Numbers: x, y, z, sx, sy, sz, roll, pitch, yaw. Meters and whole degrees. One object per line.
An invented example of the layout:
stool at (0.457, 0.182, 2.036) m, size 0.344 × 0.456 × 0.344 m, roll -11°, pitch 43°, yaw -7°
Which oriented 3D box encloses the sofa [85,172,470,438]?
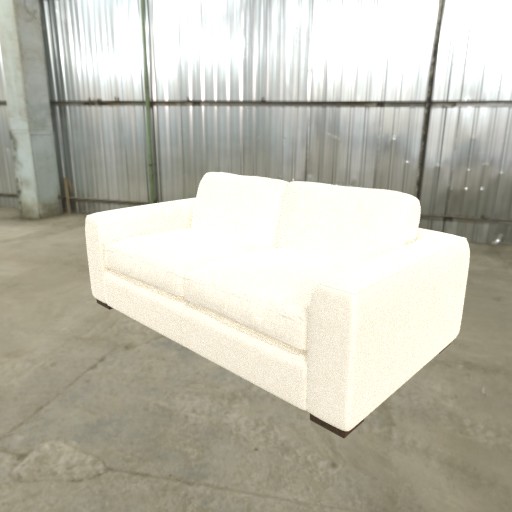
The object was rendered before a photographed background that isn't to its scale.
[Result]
sofa at (0.000, 0.000, 2.457) m, size 1.920 × 0.801 × 1.069 m, roll 15°, pitch 22°, yaw 41°
